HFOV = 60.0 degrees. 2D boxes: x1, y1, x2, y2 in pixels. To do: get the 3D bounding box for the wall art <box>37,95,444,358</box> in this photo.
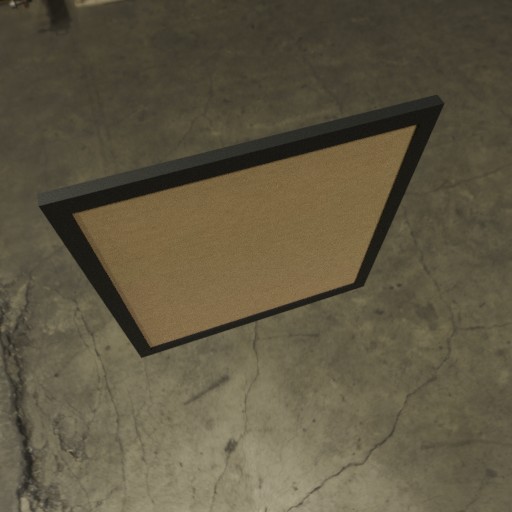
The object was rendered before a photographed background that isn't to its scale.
[{"bbox_3d":[0.000,0.000,0.523,0.356,0.356,0.013,-16,60,-10],"label":"wall art"}]
